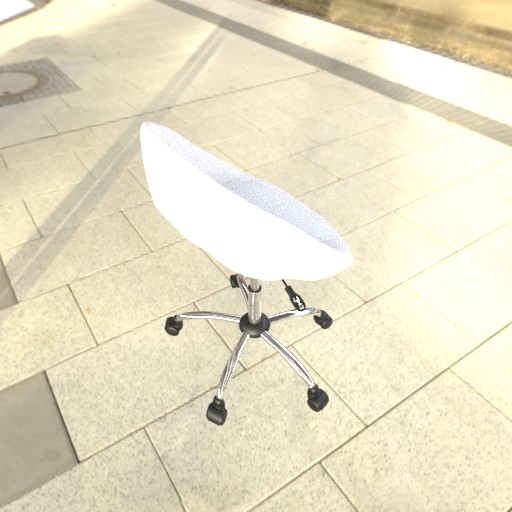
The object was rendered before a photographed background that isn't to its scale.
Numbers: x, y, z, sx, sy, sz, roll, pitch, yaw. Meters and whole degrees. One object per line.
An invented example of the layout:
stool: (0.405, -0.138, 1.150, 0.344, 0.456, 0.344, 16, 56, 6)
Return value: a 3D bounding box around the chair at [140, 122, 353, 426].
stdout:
chair: (0.000, 0.000, 1.204, 0.538, 0.791, 0.612, -26, 47, -26)
